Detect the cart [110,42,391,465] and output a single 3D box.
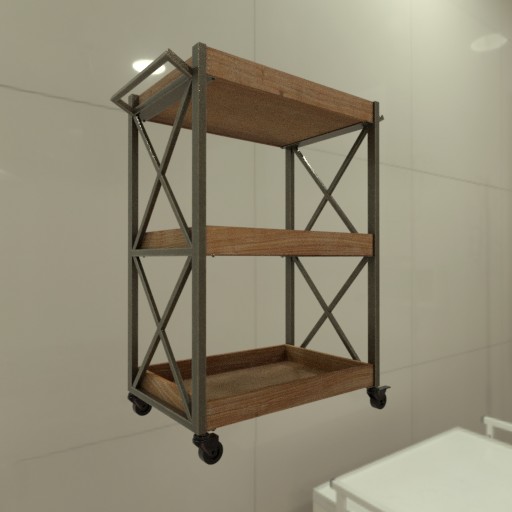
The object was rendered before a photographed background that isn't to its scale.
[{"bbox_3d":[0.000,0.000,1.179,0.673,0.835,0.377,0,0,-37],"label":"cart"}]
